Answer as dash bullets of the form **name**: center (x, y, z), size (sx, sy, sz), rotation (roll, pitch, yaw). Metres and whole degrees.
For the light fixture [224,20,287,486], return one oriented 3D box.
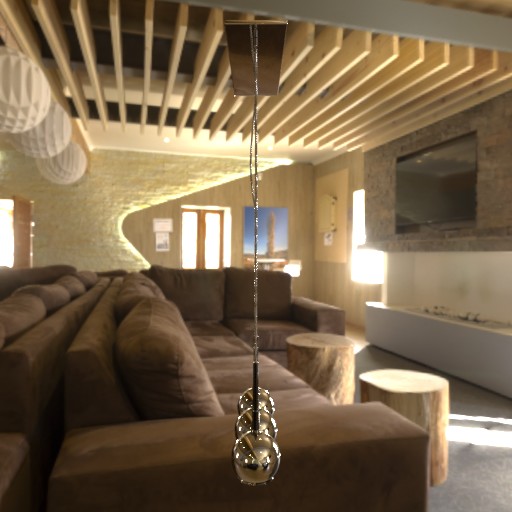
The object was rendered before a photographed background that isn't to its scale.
- **light fixture**: center (0.000, 0.000, 1.636), size (0.188, 1.408, 0.623), rotation (0, 0, 0)
